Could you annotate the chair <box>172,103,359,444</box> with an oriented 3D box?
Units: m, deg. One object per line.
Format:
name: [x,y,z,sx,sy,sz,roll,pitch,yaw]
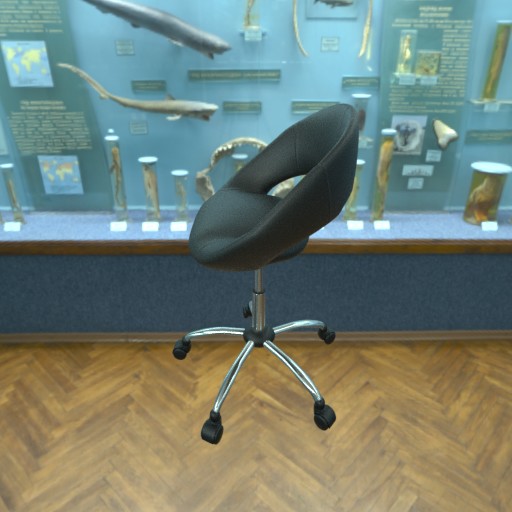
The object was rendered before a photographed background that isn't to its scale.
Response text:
chair: [0.000,0.000,1.215,0.538,0.791,0.612,0,27,0]
